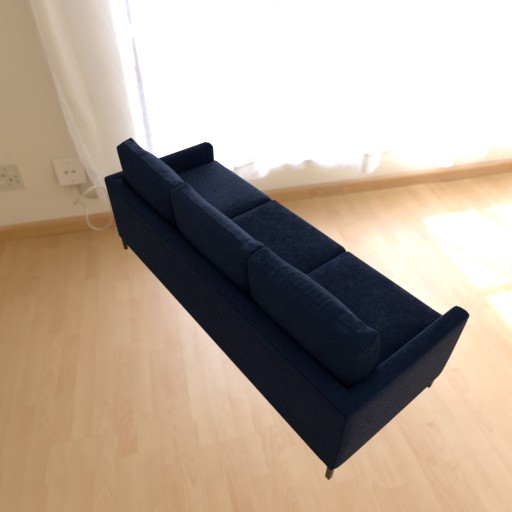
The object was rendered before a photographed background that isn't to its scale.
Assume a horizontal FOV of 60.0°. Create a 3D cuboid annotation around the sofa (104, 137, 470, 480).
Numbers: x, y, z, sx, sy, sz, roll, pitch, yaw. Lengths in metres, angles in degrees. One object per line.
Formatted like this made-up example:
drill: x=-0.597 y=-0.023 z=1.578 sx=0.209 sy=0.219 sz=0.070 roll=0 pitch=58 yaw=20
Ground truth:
sofa: x=0.000 y=0.000 z=2.657 sx=0.875 sy=0.879 sz=2.252 roll=-28 pitch=48 yaw=-28
